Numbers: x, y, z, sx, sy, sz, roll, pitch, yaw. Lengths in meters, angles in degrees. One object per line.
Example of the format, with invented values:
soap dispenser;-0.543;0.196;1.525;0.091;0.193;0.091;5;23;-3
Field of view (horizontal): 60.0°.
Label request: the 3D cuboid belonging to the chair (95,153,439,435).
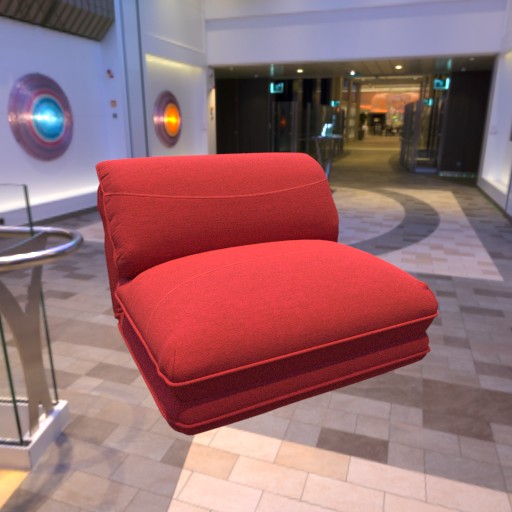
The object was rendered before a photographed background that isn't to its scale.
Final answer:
chair;0.000;0.000;1.368;0.820;0.580;0.780;-9;19;-26
